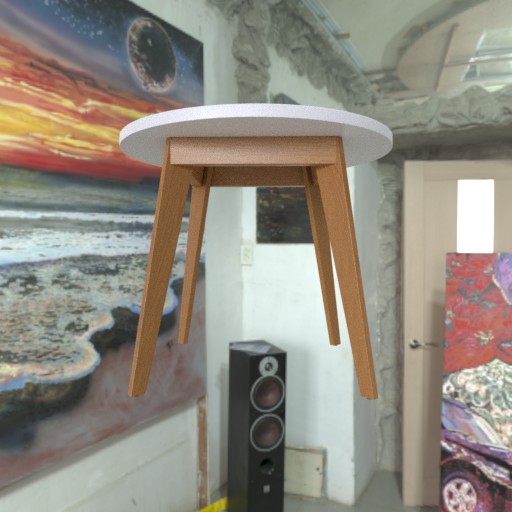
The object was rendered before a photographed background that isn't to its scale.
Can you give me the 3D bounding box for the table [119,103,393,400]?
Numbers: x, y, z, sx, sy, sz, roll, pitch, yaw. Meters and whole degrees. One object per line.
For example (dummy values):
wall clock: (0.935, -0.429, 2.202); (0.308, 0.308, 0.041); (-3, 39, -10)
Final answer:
table: (0.000, 0.000, 1.530); (0.896, 0.762, 0.896); (0, 1, 0)
